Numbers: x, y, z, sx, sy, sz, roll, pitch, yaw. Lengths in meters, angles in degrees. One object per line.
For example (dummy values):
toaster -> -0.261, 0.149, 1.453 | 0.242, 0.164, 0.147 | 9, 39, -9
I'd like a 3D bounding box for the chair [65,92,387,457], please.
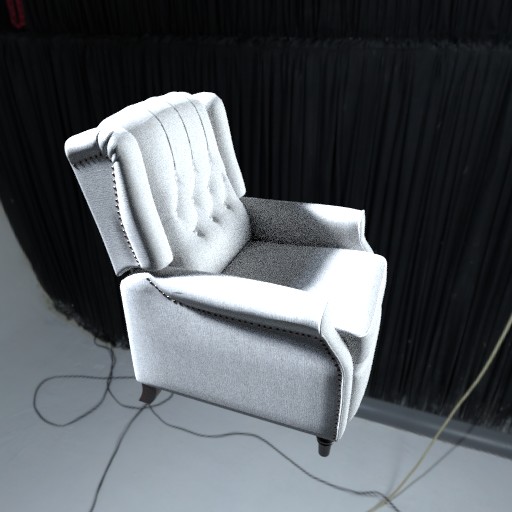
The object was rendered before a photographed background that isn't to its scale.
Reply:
chair -> 0.000, 0.000, 1.569 | 0.902, 1.035, 0.742 | 10, 31, 18
